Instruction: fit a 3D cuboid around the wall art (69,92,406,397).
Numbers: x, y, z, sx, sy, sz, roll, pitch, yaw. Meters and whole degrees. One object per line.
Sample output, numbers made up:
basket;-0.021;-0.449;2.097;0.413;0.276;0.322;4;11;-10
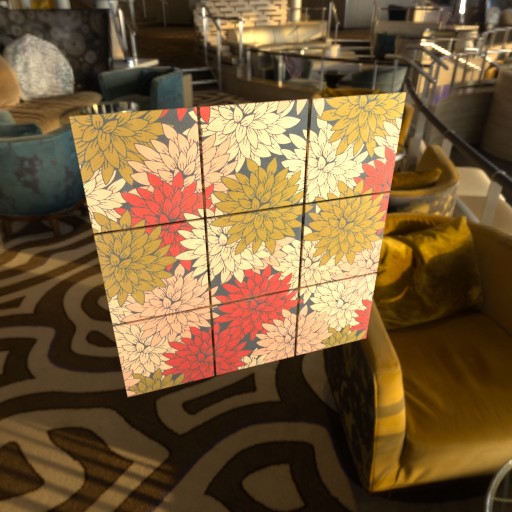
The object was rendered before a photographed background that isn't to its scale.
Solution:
wall art;0.000;0.000;2.305;1.519;1.534;0.013;-10;32;-16
